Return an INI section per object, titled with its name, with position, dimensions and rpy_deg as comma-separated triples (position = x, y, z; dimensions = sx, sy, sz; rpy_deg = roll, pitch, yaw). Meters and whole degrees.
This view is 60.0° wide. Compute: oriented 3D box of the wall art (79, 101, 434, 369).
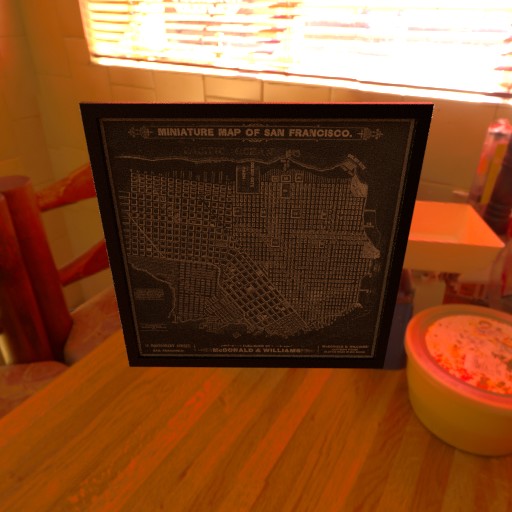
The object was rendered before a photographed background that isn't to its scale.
[wall art]
position = 0.000, 0.000, 0.689
dimensions = 0.457, 0.458, 0.012
rpy_deg = 0, 30, 1
